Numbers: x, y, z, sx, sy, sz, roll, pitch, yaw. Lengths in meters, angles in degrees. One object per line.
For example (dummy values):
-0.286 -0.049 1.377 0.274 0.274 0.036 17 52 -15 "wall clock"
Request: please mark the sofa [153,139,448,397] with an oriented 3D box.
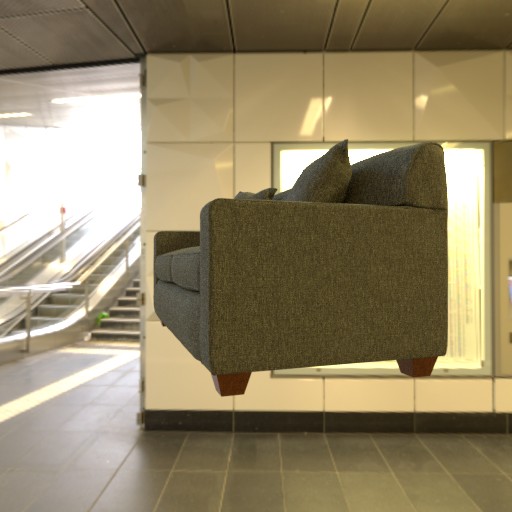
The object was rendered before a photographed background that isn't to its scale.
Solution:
0.000 0.000 2.430 0.998 0.958 1.846 0 -1 -18 "sofa"
